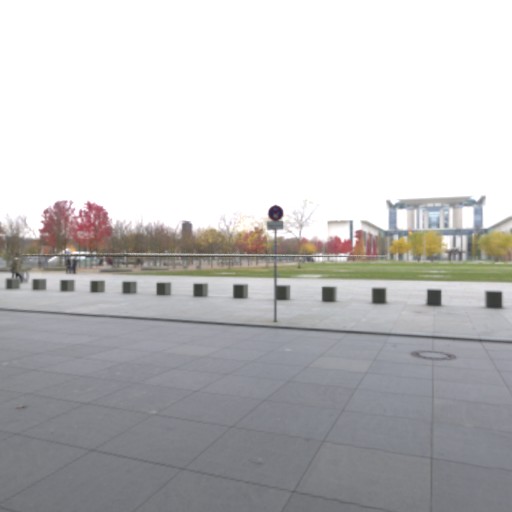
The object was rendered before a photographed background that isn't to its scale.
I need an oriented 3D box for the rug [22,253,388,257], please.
[{"bbox_3d":[0.000,0.000,2.695,0.750,0.009,2.435,0,0,37],"label":"rug"}]
